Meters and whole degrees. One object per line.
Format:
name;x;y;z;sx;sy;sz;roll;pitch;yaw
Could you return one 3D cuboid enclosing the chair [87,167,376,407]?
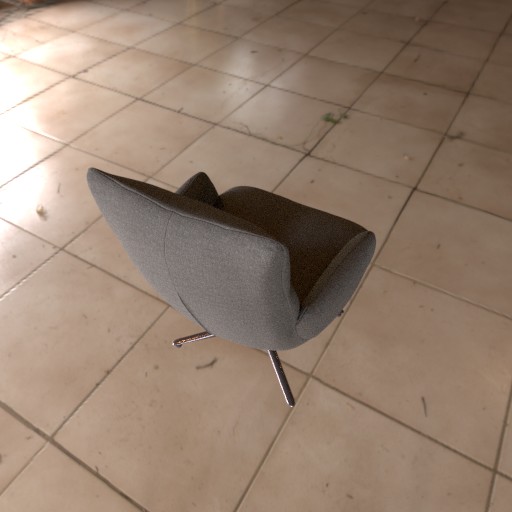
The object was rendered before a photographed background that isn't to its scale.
chair;0.000;0.000;1.521;0.702;0.984;0.831;22;50;20
